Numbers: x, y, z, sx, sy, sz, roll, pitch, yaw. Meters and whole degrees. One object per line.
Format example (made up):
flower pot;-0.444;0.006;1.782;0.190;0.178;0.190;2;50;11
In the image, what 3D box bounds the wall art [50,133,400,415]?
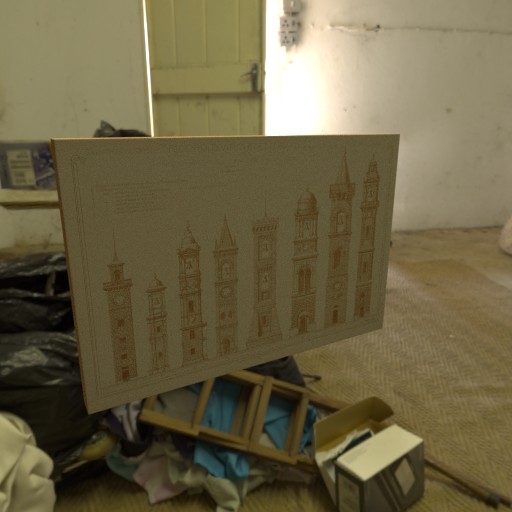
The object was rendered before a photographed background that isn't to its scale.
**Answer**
wall art;0.000;0.000;0.779;0.609;0.407;0.039;-9;19;-28
